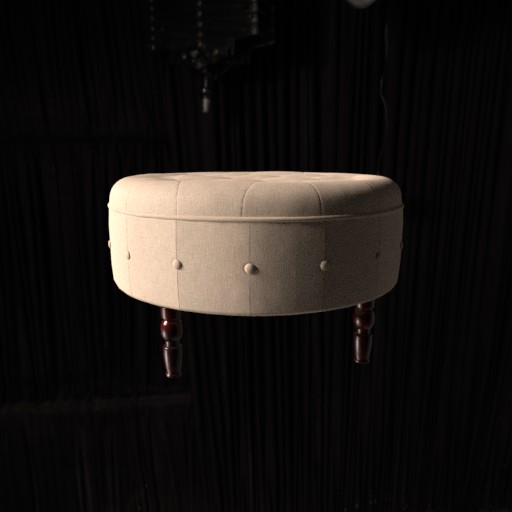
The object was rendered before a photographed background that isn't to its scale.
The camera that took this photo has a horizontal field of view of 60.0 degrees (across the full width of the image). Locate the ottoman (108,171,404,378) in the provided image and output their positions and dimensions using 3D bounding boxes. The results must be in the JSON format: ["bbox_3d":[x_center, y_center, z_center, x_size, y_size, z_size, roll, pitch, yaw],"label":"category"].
[{"bbox_3d":[0.000,0.000,1.369,0.848,0.494,0.848,0,12,0],"label":"ottoman"}]
